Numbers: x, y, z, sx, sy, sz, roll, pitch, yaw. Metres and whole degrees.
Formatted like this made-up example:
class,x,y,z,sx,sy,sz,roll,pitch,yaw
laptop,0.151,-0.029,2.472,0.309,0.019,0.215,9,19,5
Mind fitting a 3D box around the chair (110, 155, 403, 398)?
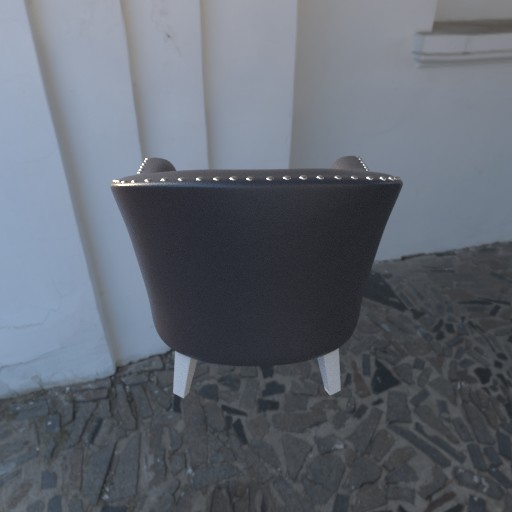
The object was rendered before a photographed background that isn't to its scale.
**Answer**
class,x,y,z,sx,sy,sz,roll,pitch,yaw
chair,0.000,0.000,1.445,0.794,0.823,0.748,-1,32,-1
